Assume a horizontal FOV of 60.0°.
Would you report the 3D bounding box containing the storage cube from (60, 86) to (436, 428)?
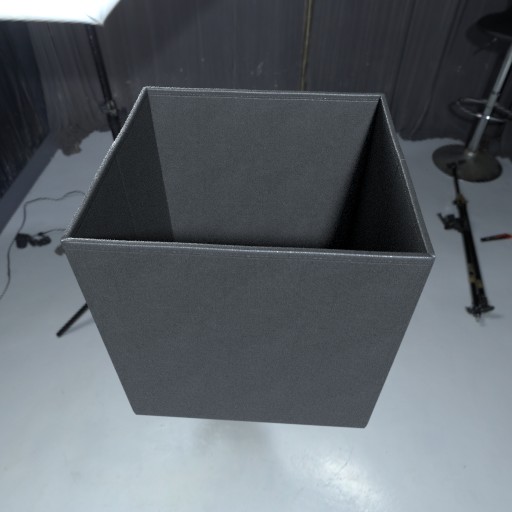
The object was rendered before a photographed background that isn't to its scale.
[{"bbox_3d":[0.000,0.000,0.501,0.270,0.280,0.270,3,45,2],"label":"storage cube"}]
